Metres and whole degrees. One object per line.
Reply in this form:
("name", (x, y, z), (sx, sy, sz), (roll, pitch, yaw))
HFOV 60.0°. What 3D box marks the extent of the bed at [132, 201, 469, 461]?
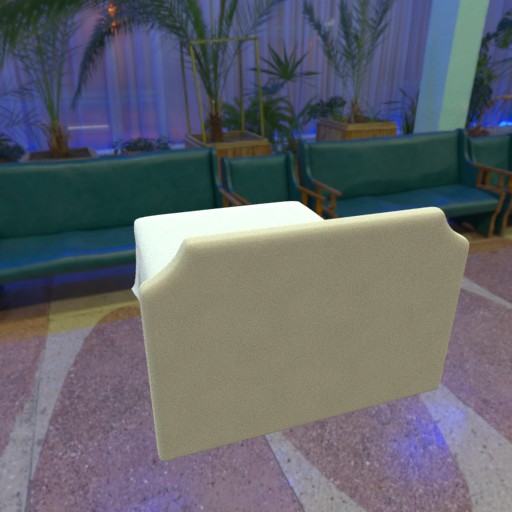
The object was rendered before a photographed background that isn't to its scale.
("bed", (0.000, 0.000, 3.331), (1.827, 1.296, 2.209), (-8, 26, -17))
